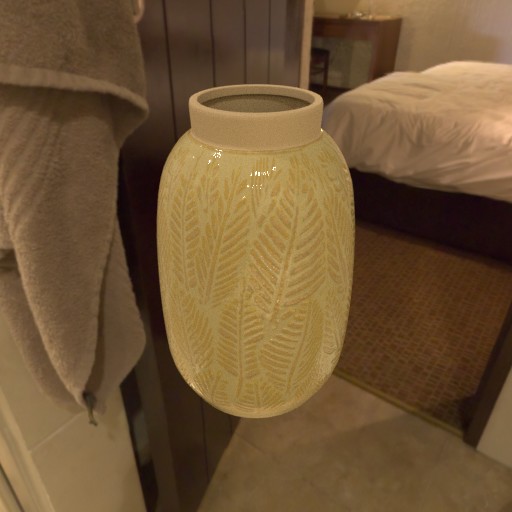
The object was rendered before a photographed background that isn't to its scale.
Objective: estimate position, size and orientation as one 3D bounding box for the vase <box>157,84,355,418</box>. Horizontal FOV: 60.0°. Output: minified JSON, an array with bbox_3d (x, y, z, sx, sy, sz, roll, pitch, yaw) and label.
[{"bbox_3d":[0.000,0.000,0.391,0.172,0.270,0.172,0,32,0],"label":"vase"}]
